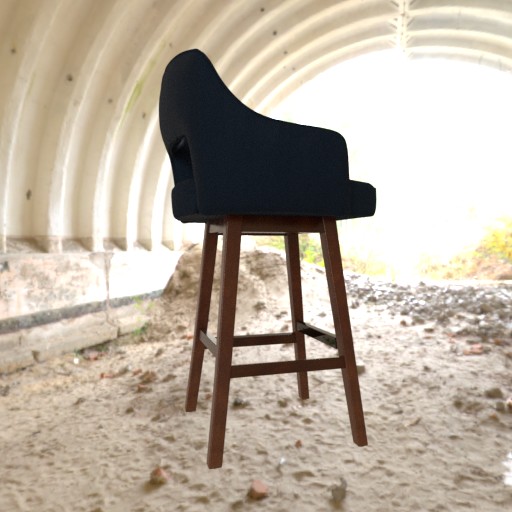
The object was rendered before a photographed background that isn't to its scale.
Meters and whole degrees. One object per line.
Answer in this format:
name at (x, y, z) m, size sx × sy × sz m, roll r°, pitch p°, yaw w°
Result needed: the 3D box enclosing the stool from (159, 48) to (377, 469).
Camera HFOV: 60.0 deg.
stool at (0.000, 0.000, 1.331) m, size 0.560 × 1.041 × 0.550 m, roll 0°, pitch 1°, yaw -17°
